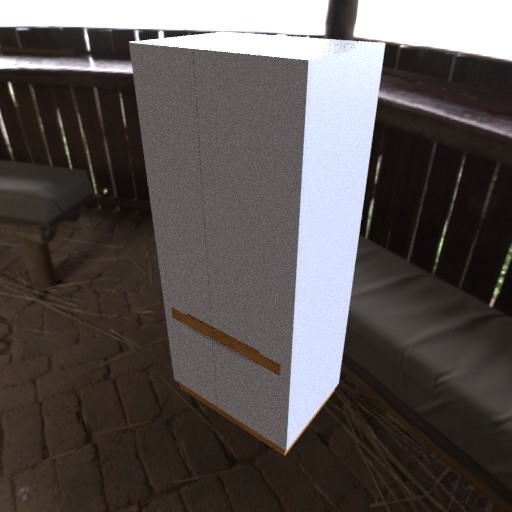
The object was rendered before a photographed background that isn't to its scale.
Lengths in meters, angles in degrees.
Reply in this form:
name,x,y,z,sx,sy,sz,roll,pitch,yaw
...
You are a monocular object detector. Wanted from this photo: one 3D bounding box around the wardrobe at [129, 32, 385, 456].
name,x,y,z,sx,sy,sz,roll,pitch,yaw
wardrobe,0.000,0.000,2.341,0.860,2.040,0.600,21,37,31
